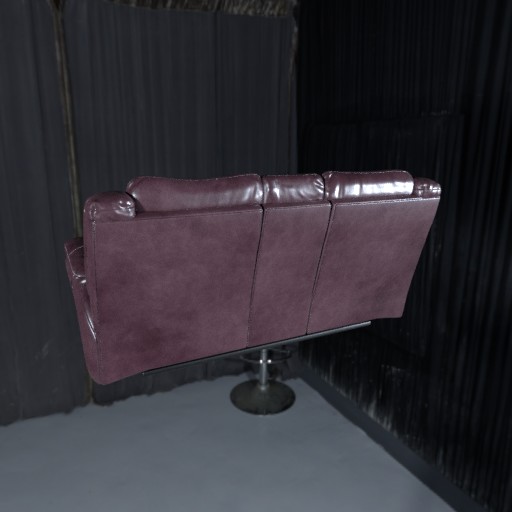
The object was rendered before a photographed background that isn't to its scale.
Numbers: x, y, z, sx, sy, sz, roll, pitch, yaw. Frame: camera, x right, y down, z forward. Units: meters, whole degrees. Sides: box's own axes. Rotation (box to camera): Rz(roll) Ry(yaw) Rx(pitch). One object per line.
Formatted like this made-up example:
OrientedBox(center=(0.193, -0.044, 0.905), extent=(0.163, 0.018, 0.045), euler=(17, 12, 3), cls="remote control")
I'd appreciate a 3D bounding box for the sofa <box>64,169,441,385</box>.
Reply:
OrientedBox(center=(0.000, 0.000, 2.655), extent=(2.058, 1.043, 0.991), euler=(-7, 16, -26), cls="sofa")
